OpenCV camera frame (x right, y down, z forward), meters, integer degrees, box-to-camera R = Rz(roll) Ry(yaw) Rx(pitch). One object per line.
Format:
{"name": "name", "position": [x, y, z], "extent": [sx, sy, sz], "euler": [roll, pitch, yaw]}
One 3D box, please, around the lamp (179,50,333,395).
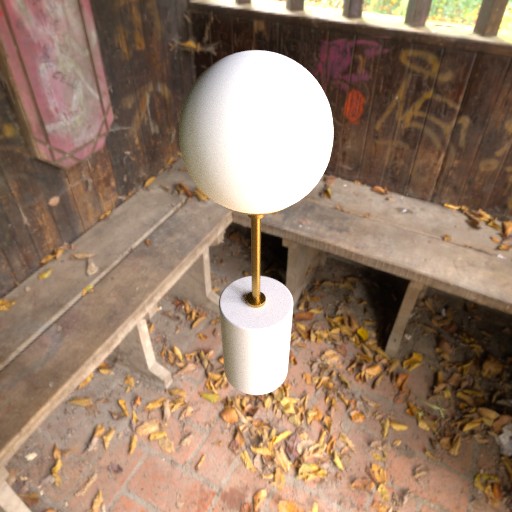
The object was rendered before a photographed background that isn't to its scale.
{"name": "lamp", "position": [0.000, 0.000, 0.554], "extent": [0.153, 0.480, 0.153], "euler": [0, 42, 0]}
